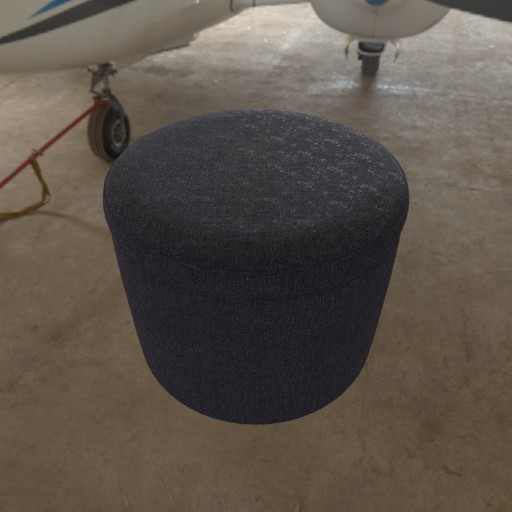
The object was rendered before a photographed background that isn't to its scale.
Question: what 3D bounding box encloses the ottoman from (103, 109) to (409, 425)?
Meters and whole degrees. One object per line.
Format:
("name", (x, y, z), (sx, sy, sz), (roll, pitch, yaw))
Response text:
("ottoman", (0.000, 0.000, 0.889), (0.520, 0.430, 0.520), (0, 41, 0))
